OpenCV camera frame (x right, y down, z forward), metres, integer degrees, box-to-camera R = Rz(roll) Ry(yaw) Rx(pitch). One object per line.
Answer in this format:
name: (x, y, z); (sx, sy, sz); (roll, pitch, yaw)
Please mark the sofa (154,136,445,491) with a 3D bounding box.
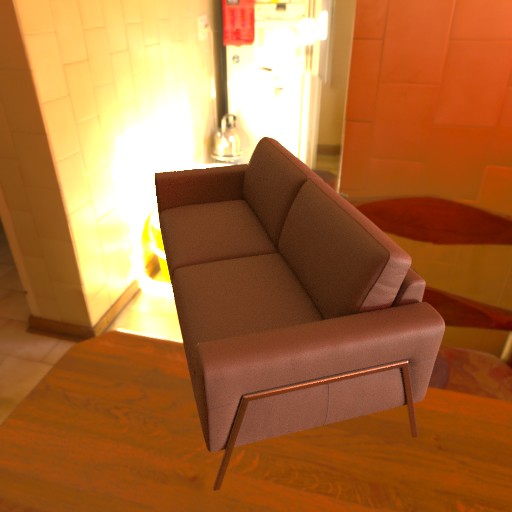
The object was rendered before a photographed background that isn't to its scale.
sofa: (0.000, 0.000, 2.480); (0.953, 0.875, 2.017); (-8, 31, -14)
